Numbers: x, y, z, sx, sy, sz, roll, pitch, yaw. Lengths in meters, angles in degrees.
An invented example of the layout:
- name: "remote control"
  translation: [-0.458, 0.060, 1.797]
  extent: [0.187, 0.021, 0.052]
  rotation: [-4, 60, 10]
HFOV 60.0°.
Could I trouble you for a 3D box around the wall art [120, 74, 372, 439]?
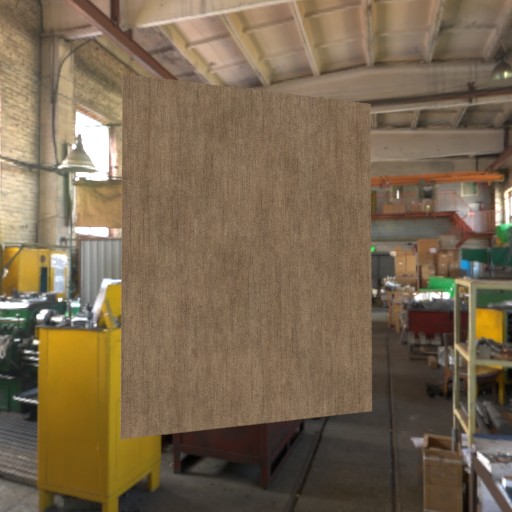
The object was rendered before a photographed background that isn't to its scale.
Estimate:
- name: "wall art"
  translation: [0.000, 0.000, 0.918]
  extent: [0.534, 0.686, 0.018]
  rotation: [0, -1, -17]
